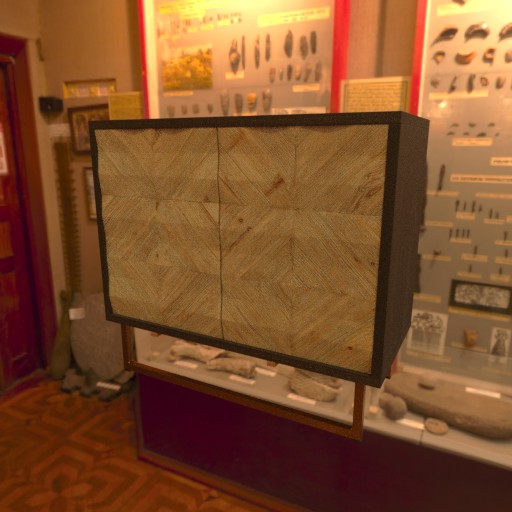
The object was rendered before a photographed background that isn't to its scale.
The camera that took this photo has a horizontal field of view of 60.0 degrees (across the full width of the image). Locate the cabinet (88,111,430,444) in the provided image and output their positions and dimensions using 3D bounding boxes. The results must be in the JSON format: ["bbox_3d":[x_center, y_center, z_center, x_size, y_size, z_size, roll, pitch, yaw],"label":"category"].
[{"bbox_3d":[0.000,0.000,1.468,0.950,0.860,0.451,8,16,27],"label":"cabinet"}]
